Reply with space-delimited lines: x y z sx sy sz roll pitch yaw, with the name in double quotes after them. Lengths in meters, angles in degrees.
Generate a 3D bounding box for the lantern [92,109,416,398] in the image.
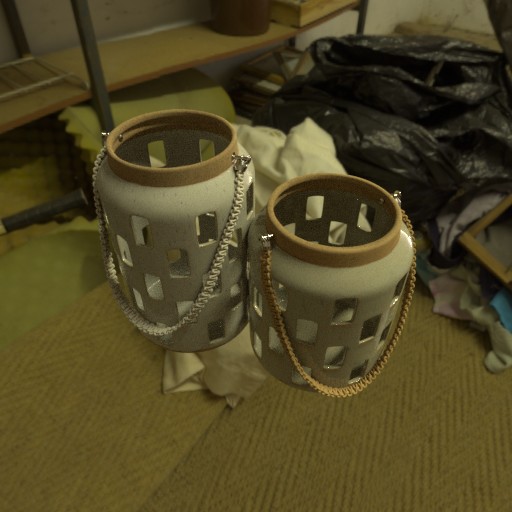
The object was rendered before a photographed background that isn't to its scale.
0.000 0.000 0.497 0.347 0.255 0.184 13 44 14 "lantern"
